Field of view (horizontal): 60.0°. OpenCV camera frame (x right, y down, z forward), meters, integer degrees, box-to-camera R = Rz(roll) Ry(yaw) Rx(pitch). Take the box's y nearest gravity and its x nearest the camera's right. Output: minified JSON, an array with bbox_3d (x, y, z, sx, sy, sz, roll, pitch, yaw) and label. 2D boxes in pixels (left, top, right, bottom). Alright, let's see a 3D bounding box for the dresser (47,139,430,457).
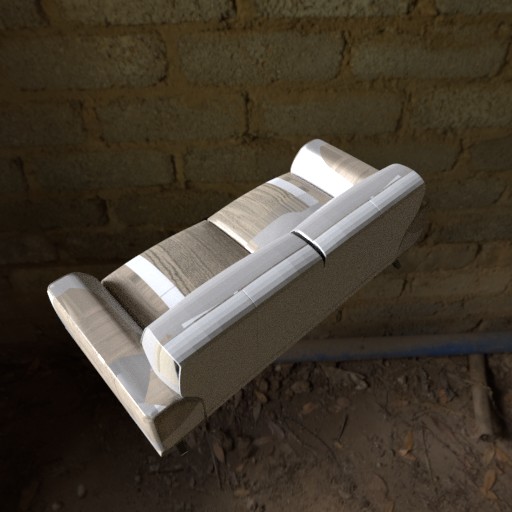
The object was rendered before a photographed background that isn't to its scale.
[{"bbox_3d":[0.000,0.000,5.827,4.679,1.863,2.251,-34,55,-28],"label":"dresser"}]
